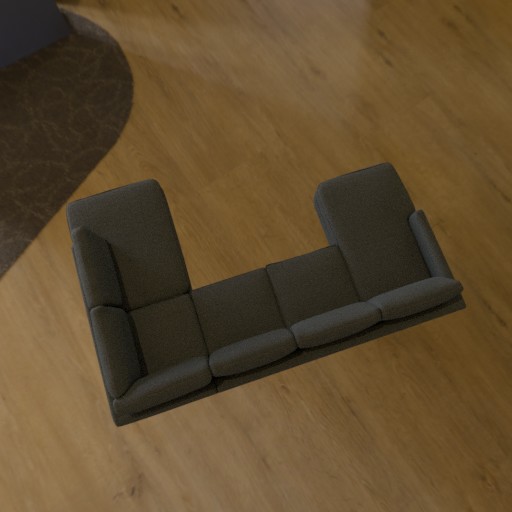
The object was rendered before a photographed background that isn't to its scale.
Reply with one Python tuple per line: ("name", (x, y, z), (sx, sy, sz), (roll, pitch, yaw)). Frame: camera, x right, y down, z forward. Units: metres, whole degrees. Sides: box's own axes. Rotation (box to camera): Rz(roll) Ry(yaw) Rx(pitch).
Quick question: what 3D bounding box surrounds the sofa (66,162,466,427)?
("sofa", (0.000, 0.000, 3.871), (2.975, 0.858, 1.984), (-18, 76, -5))
